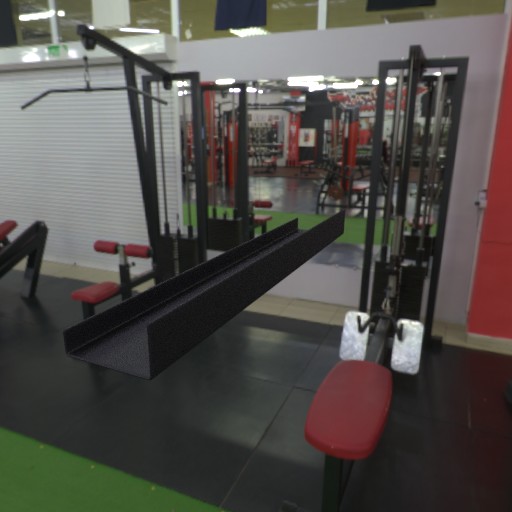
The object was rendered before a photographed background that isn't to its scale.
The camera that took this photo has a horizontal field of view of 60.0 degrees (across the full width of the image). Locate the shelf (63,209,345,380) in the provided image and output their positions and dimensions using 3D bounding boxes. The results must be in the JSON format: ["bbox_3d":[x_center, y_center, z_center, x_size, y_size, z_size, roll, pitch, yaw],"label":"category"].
[{"bbox_3d":[0.000,0.000,0.646,0.102,0.053,0.605,8,18,25],"label":"shelf"}]
